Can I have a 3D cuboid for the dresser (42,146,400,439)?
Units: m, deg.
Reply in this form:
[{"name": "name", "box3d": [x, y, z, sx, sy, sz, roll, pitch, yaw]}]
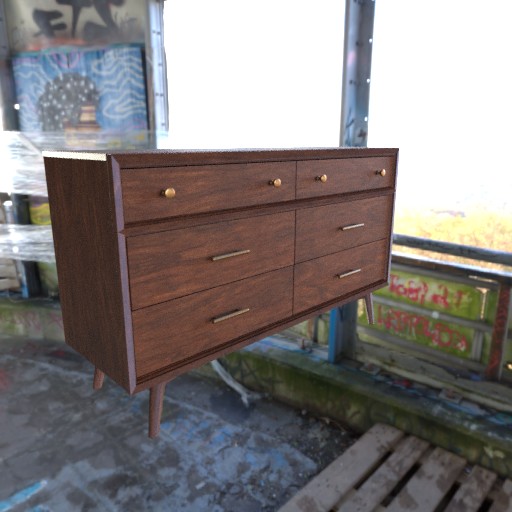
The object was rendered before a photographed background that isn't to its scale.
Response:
[{"name": "dresser", "box3d": [0.000, 0.000, 1.891, 1.472, 0.889, 0.500, -14, 20, -42]}]
